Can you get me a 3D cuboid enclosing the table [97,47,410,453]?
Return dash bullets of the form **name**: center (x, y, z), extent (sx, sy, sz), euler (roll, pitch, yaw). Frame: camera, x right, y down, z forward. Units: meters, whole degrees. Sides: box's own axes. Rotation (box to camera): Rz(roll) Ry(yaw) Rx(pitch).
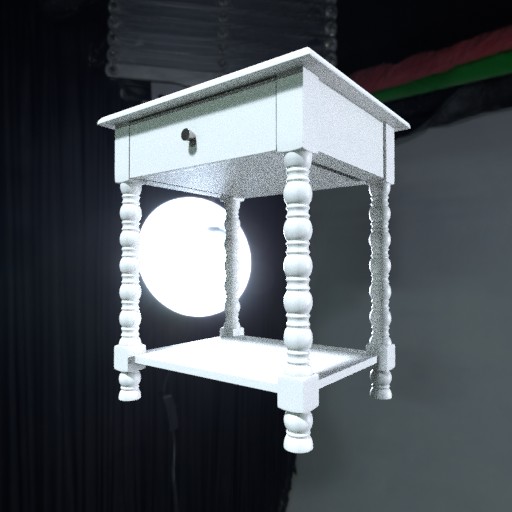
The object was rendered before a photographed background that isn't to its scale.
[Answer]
- **table**: center (0.000, 0.000, 0.838), extent (0.460, 0.531, 0.381), euler (-1, -1, 37)
